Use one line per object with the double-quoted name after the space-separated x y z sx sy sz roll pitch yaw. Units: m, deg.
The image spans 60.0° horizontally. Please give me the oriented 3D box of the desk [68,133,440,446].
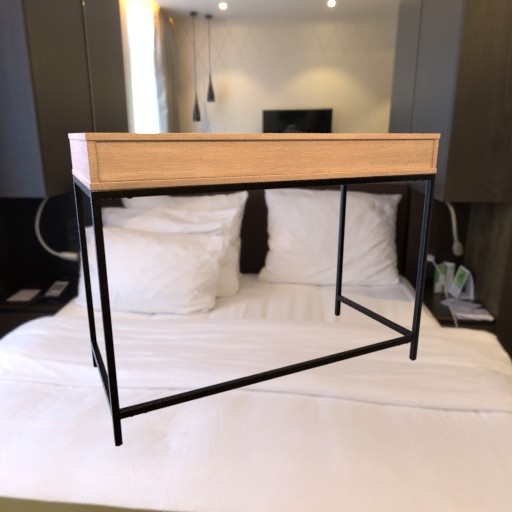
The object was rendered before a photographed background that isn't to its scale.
0.000 0.000 1.431 1.016 0.762 0.470 -7 17 -25 "desk"
